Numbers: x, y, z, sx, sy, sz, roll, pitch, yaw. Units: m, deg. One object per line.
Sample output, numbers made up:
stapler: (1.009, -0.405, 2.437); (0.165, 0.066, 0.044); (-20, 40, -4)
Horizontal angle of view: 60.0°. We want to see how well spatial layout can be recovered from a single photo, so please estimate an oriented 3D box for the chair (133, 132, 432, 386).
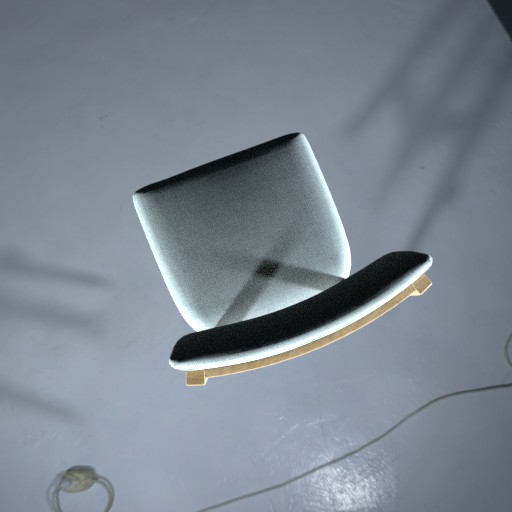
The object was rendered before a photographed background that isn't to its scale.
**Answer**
chair: (0.000, 0.000, 1.190); (0.508, 0.832, 0.572); (-21, 76, -6)
